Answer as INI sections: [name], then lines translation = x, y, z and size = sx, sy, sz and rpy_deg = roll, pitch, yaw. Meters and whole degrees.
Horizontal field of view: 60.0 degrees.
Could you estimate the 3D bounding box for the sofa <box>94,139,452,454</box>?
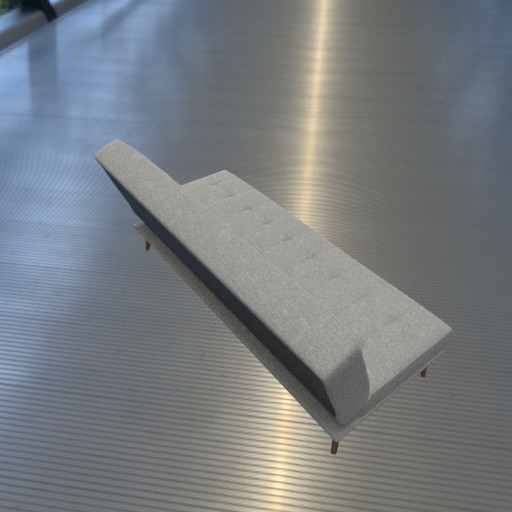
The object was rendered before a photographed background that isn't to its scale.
[sofa]
translation = 0.000, 0.000, 2.285
size = 0.860, 0.810, 1.800
rpy_deg = -27, 48, -28
